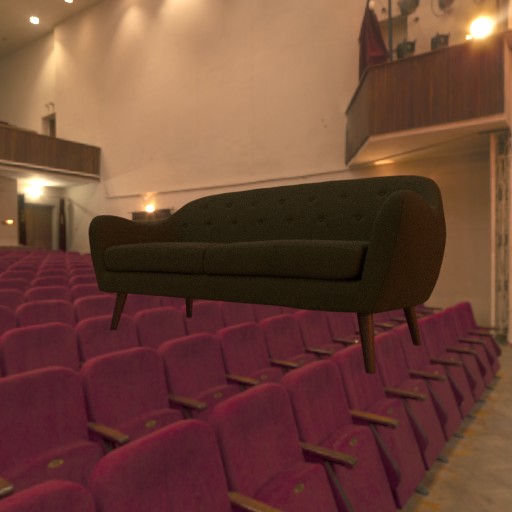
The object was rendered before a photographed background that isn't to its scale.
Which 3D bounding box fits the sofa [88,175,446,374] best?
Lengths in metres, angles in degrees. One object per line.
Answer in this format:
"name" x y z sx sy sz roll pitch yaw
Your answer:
"sofa" 0.000 0.000 2.316 1.840 0.836 0.820 0 0 36
